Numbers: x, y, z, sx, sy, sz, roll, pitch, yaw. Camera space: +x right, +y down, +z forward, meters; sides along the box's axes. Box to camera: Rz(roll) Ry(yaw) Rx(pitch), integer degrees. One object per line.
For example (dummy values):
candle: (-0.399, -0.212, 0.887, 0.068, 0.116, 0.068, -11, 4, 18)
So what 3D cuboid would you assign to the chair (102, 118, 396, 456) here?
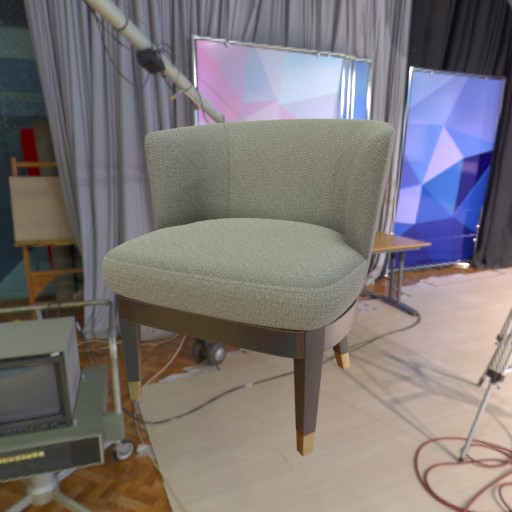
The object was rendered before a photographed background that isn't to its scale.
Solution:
chair: (0.000, 0.000, 1.245, 0.700, 0.760, 0.660, 7, 16, 26)
